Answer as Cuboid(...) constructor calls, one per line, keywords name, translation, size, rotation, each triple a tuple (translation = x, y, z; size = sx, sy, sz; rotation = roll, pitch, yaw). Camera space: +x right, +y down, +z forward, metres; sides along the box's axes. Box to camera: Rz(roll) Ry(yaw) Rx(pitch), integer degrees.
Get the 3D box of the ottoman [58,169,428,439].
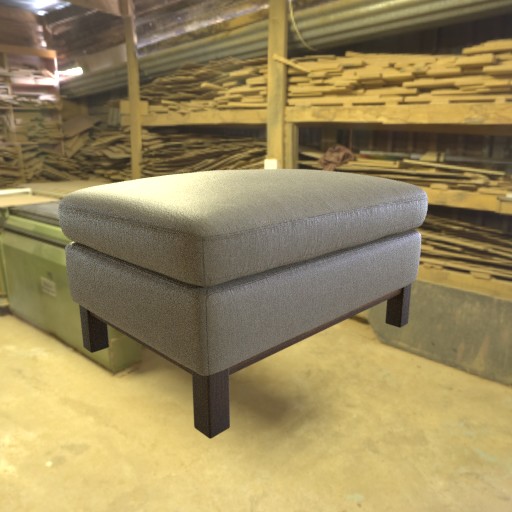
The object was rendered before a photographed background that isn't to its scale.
Cuboid(name="ottoman", translation=(0.000, 0.000, 1.050), size=(0.735, 0.404, 0.528), rotation=(-14, 20, -43))
